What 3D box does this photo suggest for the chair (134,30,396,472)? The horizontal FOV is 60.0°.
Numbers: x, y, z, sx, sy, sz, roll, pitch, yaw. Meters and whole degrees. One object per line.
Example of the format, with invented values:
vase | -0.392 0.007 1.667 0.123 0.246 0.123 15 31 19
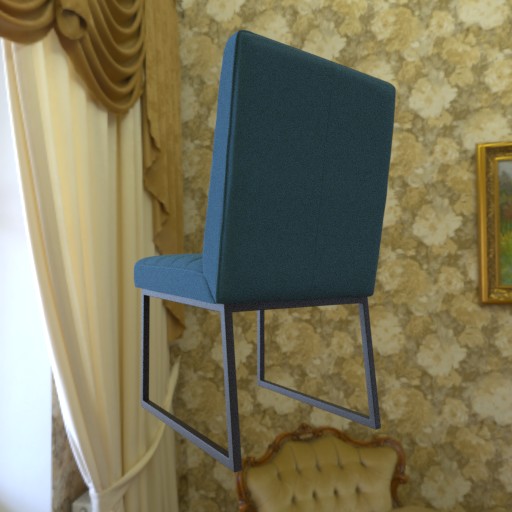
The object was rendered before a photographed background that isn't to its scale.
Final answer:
chair | 0.000 0.000 1.283 0.520 0.930 0.634 1 -2 -35
